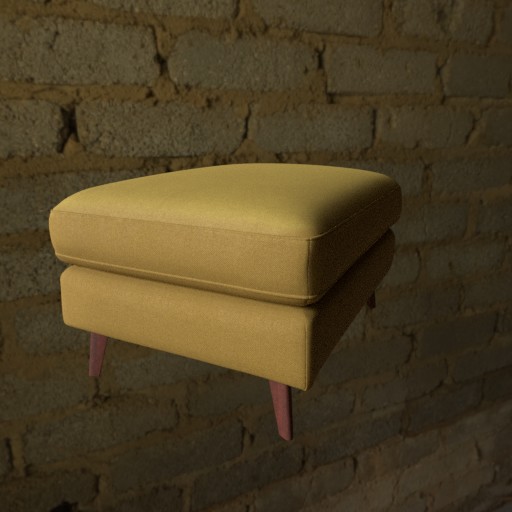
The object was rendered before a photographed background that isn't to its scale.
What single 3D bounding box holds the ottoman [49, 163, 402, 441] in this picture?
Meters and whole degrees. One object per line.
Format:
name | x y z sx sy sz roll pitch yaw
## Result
ottoman | 0.000 0.000 1.153 0.608 0.449 0.811 8 18 26
